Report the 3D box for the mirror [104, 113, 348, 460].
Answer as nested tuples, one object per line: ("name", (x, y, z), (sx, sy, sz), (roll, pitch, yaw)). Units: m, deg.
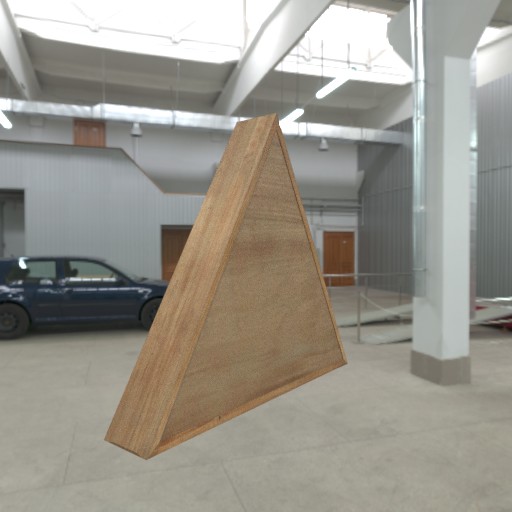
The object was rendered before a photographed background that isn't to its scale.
("mirror", (0.000, 0.000, 0.883), (0.100, 0.548, 0.631), (1, 1, 37))
